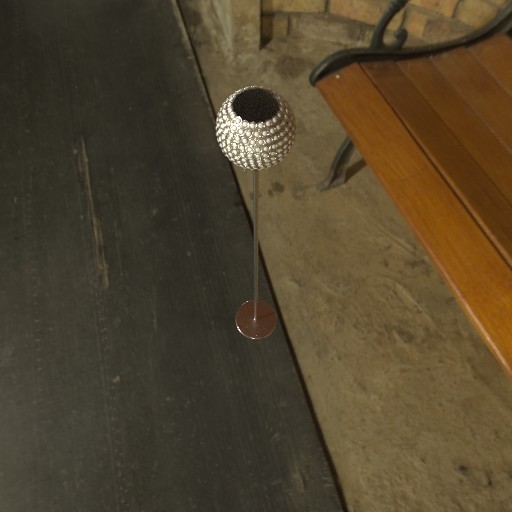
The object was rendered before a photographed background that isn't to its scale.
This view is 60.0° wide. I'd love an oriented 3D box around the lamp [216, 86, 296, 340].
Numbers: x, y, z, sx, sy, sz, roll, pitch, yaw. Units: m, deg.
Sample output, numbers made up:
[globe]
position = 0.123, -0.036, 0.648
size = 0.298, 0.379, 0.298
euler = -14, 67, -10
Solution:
[lamp]
position = 0.000, 0.000, 1.989
size = 0.254, 1.805, 0.254
euler = 0, 63, 0
